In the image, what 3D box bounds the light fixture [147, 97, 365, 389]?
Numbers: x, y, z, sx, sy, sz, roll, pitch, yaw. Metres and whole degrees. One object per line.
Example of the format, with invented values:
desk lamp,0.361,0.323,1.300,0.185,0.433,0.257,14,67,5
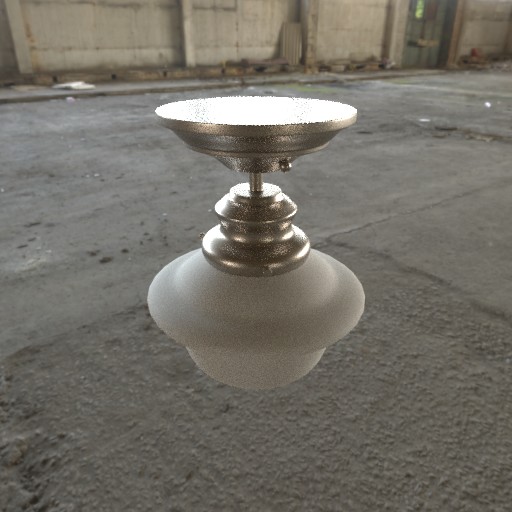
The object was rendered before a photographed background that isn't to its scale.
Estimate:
light fixture,0.000,0.000,0.397,0.199,0.254,0.199,0,26,0
